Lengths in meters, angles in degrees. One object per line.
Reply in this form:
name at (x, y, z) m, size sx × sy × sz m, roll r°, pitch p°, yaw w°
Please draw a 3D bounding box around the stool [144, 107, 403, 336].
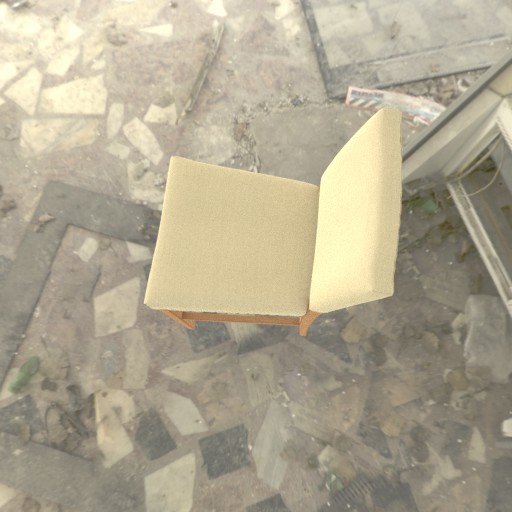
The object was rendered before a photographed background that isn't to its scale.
stool at (0.000, 0.000, 1.371) m, size 0.546 × 1.143 × 0.428 m, roll 7°, pitch 76°, yaw 2°
